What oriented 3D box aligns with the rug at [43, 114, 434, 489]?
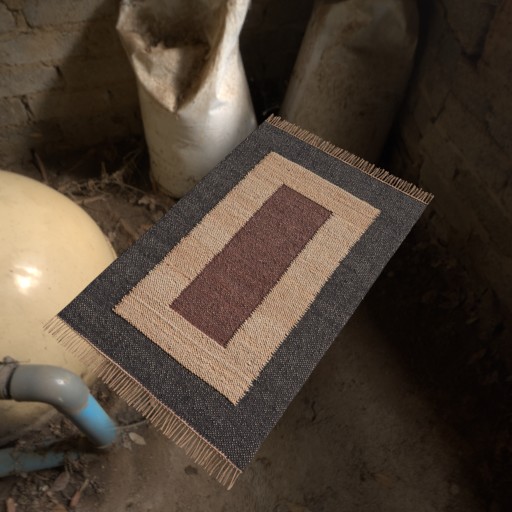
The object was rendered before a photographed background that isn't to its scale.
[{"bbox_3d":[0.000,0.000,2.481,1.224,0.027,2.021,33,64,18],"label":"rug"}]
